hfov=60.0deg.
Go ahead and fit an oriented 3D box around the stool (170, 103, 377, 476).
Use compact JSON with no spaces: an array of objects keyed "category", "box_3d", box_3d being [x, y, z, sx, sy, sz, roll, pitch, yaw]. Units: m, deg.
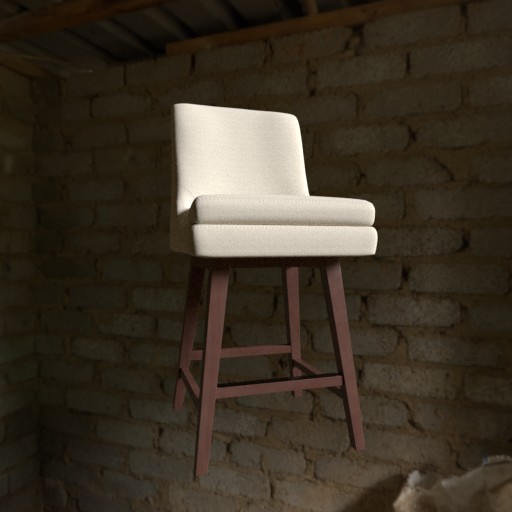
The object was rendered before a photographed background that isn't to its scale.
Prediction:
[{"category":"stool","box_3d":[0.000,0.000,1.292,0.483,0.991,0.559,-1,2,-17]}]
